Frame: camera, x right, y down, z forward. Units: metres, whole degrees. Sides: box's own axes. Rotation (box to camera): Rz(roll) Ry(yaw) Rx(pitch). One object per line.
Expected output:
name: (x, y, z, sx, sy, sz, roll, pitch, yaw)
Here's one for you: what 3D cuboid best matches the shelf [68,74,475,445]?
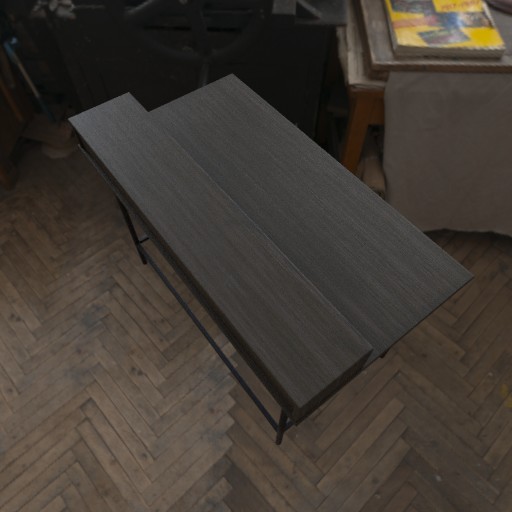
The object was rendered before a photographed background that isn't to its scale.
shelf: (0.000, 0.000, 1.704, 0.685, 0.865, 1.212, -33, 63, -19)
